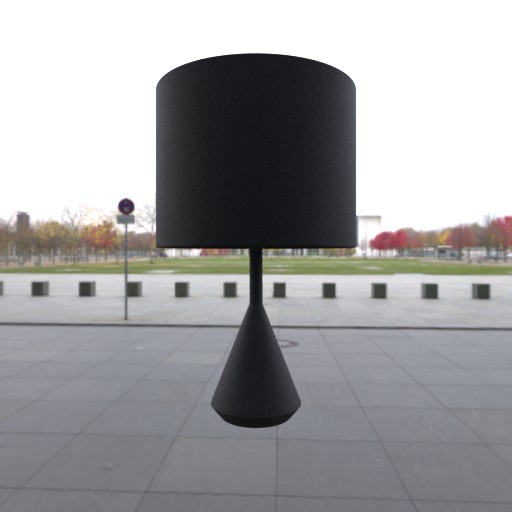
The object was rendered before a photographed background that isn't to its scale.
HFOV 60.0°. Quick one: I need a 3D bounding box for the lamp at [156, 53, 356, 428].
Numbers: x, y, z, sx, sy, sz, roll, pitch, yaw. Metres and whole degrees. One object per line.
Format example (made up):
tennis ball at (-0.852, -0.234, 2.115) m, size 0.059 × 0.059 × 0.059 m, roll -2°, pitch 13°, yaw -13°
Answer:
lamp at (0.000, 0.000, 0.814) m, size 0.359 × 0.584 × 0.359 m, roll 0°, pitch 0°, yaw 18°
